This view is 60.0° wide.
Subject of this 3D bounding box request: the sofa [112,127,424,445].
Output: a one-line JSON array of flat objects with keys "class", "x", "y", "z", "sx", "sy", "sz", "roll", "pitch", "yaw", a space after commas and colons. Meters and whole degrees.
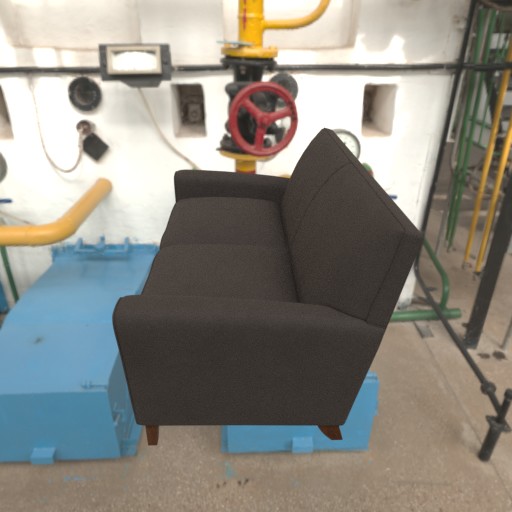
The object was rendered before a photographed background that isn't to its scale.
[{"class": "sofa", "x": 0.000, "y": 0.000, "z": 1.966, "sx": 0.871, "sy": 0.846, "sz": 1.420, "roll": -1, "pitch": 28, "yaw": -1}]
